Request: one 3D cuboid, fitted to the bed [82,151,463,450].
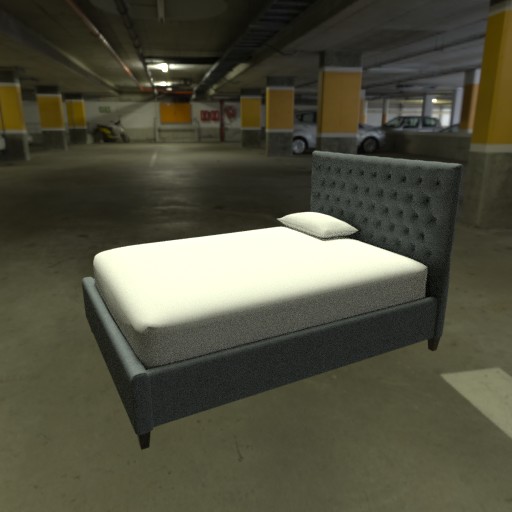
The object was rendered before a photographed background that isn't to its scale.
[{"bbox_3d":[0.000,0.000,3.373,2.335,1.411,1.698,-9,19,-27],"label":"bed"}]
